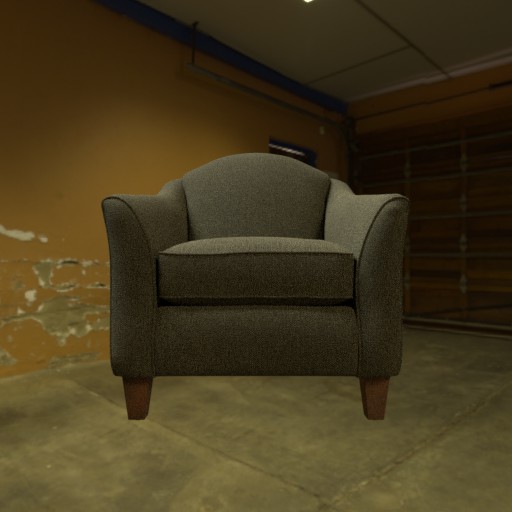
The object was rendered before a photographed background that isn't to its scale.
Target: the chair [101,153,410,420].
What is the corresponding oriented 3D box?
[{"bbox_3d":[0.000,0.000,1.452,0.763,0.839,0.787,0,-1,0],"label":"chair"}]
